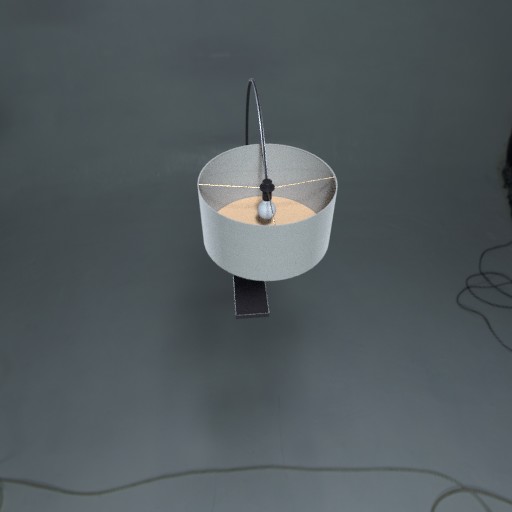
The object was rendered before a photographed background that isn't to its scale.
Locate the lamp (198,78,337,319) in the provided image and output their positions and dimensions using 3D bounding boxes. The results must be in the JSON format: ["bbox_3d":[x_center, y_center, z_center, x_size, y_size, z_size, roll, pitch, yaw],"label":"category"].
[{"bbox_3d":[0.000,0.000,2.493,0.493,1.927,1.424,-4,45,-4],"label":"lamp"}]
